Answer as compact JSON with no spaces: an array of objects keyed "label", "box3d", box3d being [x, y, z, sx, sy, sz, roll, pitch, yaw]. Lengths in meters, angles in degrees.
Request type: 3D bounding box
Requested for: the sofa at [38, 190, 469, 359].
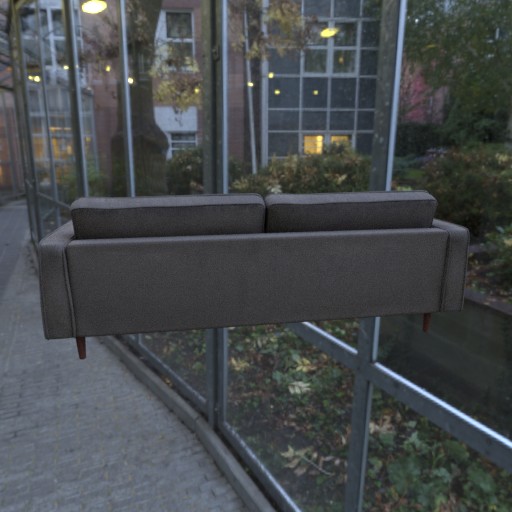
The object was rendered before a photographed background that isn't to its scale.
[{"label":"sofa","box3d":[0.000,0.000,2.712,2.295,0.813,0.923,-2,14,-10]}]
